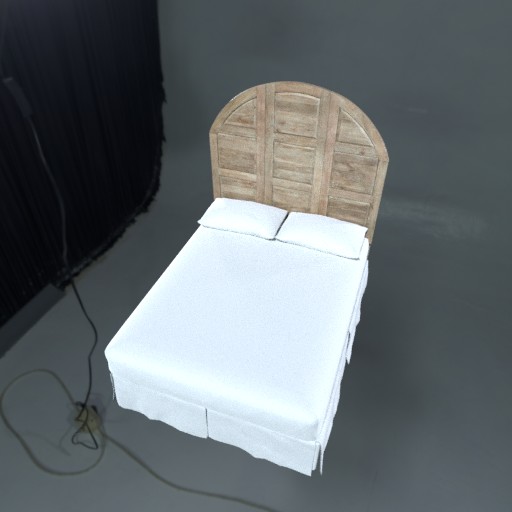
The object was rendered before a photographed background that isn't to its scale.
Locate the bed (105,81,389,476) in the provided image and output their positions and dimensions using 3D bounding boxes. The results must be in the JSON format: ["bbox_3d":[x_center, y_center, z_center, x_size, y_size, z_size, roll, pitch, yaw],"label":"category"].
[{"bbox_3d":[0.000,0.000,3.437,1.713,2.002,2.112,13,42,15],"label":"bed"}]
